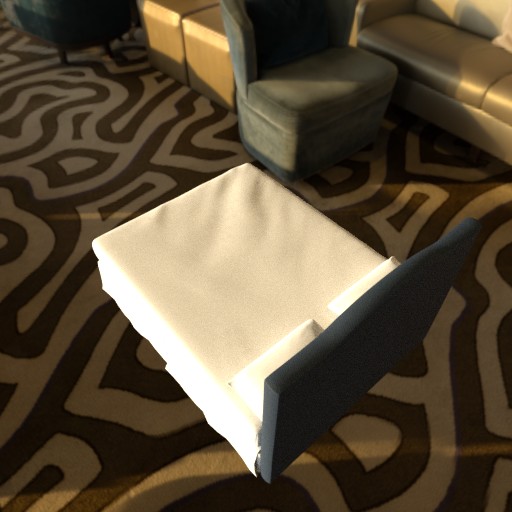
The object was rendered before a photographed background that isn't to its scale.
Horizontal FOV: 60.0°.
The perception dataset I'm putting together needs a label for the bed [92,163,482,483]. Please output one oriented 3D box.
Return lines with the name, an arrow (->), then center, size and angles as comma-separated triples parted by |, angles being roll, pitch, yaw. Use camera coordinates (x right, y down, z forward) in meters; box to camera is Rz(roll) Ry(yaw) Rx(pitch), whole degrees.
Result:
bed -> 0.000, 0.000, 3.369 | 1.821, 1.436, 2.282 | -32, 55, -26
